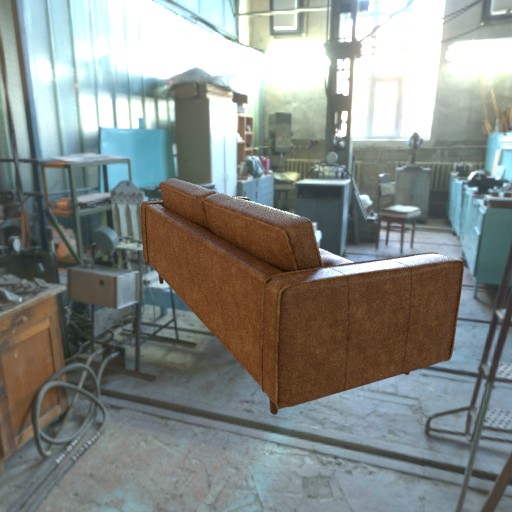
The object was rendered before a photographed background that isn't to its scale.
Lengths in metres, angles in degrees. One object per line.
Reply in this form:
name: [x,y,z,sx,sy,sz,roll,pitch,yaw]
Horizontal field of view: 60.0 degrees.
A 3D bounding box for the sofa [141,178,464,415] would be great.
sofa: [0.000,0.000,2.601,0.886,0.779,2.199,-7,17,-25]
